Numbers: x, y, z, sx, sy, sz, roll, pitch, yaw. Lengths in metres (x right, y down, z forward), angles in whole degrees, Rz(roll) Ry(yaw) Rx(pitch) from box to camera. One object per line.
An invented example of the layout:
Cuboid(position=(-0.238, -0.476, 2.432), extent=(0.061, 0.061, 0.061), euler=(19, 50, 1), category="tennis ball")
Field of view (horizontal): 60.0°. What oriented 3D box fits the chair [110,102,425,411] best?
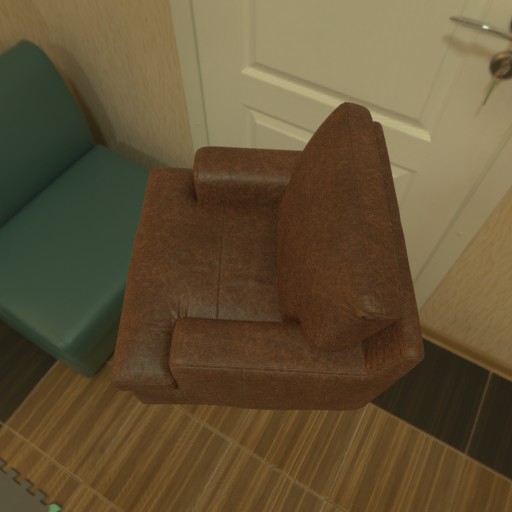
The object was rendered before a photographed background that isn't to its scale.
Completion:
Cuboid(position=(0.000, 0.000, 1.968), extent=(1.143, 0.939, 1.168), euler=(1, 58, 1), category="chair")
